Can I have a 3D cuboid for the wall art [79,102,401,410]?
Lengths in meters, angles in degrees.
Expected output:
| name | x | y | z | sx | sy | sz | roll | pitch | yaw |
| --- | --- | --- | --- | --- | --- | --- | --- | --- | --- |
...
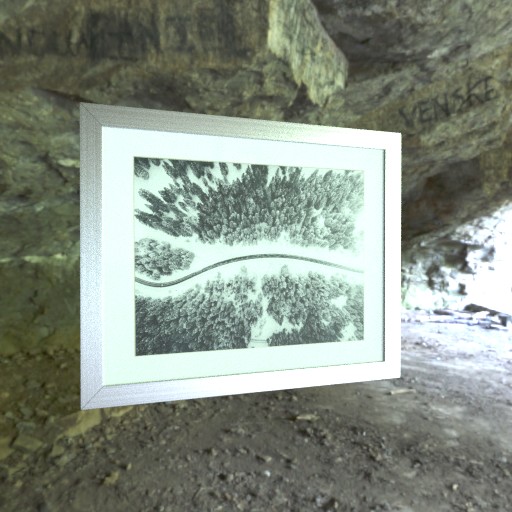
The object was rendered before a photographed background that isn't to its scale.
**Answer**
| name | x | y | z | sx | sy | sz | roll | pitch | yaw |
| --- | --- | --- | --- | --- | --- | --- | --- | --- | --- |
| wall art | 0.000 | 0.000 | 0.757 | 0.557 | 0.456 | 0.032 | 0 | 1 | -18 |
